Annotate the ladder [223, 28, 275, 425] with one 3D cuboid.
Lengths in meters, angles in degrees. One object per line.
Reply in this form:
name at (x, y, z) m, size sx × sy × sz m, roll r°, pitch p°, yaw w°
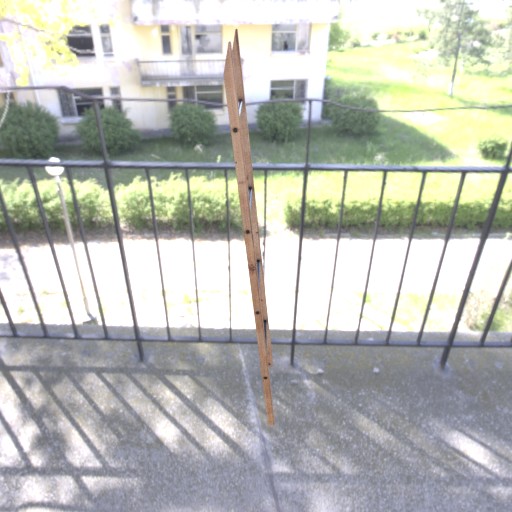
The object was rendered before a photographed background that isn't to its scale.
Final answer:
ladder at (0.000, 0.000, 2.011) m, size 0.200 × 1.805 × 0.442 m, roll 0°, pitch 32°, yaw 1°
